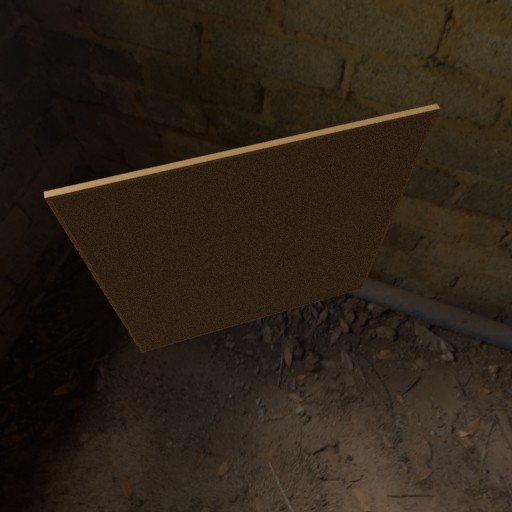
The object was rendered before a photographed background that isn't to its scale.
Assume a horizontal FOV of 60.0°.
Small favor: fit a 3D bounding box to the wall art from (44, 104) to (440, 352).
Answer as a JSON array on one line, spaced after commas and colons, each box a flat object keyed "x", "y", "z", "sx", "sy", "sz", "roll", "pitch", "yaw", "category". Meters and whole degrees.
[{"x": 0.000, "y": 0.000, "z": 0.986, "sx": 0.657, "sy": 0.655, "sz": 0.014, "roll": -15, "pitch": 59, "yaw": -9, "category": "wall art"}]
